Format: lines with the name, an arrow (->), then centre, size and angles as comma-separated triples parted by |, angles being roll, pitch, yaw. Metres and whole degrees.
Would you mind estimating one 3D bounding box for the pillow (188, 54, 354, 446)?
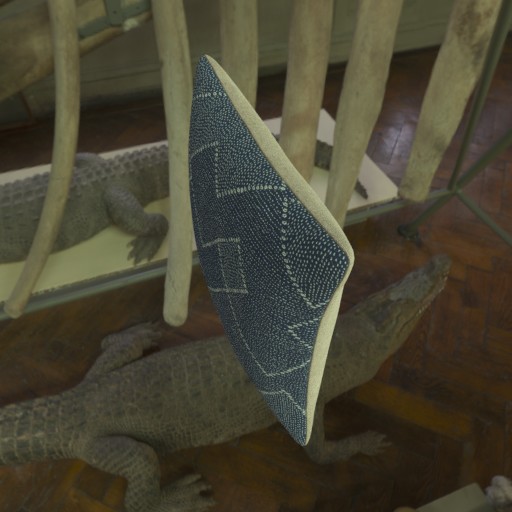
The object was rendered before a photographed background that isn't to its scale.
pillow -> 0.000, 0.000, 0.665 | 0.148, 0.428, 0.435 | -16, 50, -14
